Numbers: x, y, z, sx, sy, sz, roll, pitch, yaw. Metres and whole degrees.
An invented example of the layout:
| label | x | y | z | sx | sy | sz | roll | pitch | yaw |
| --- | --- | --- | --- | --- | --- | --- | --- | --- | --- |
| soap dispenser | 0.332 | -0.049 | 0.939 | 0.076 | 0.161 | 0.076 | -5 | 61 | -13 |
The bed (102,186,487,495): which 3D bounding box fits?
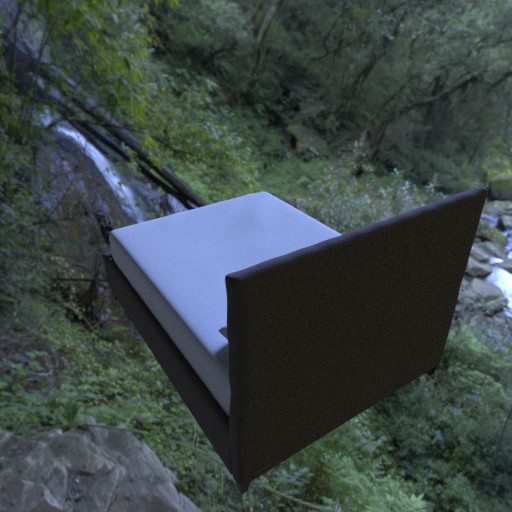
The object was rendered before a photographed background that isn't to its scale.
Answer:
| label | x | y | z | sx | sy | sz | roll | pitch | yaw |
| --- | --- | --- | --- | --- | --- | --- | --- | --- | --- |
| bed | 0.000 | 0.000 | 3.227 | 1.696 | 1.426 | 2.233 | -19 | 36 | -28 |
